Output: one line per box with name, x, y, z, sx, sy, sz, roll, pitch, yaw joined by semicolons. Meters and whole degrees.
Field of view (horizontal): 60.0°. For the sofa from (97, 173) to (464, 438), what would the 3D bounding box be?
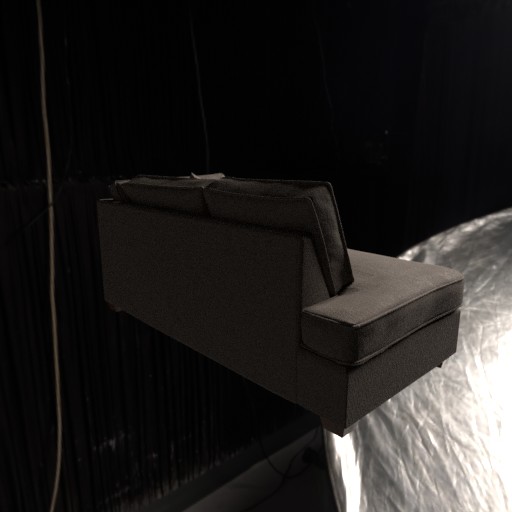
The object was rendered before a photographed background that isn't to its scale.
sofa;0.000;0.000;2.812;1.110;1.033;2.237;-12;17;-41
